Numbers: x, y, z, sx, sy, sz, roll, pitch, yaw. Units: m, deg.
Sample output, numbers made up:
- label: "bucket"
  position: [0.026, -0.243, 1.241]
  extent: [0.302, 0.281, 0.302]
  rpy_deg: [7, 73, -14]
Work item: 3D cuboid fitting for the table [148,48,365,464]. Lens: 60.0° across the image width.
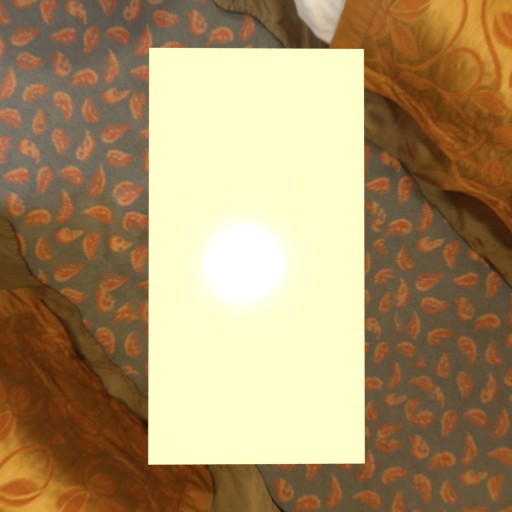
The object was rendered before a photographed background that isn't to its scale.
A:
- label: "table"
  position: [0.000, 0.000, 1.675]
  extent: [0.700, 0.470, 1.350]
  rpy_deg: [0, 89, -1]
